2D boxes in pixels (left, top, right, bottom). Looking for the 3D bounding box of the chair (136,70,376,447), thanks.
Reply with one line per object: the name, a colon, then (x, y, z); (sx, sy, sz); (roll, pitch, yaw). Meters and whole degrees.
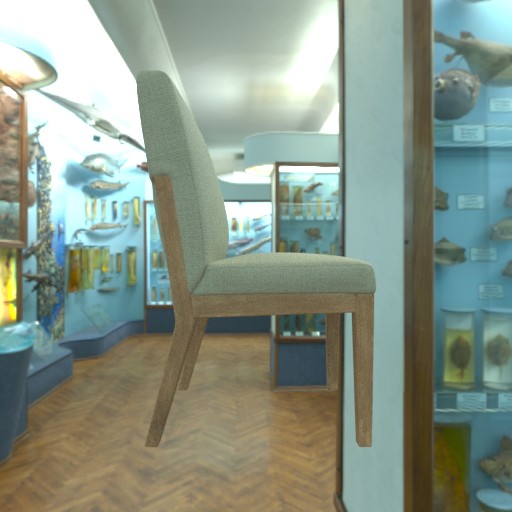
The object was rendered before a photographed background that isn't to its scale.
chair: (0.000, 0.000, 1.293); (0.586, 0.911, 0.507); (0, 0, 0)
